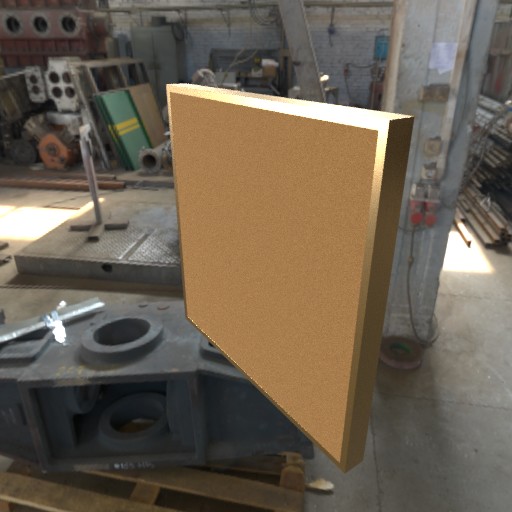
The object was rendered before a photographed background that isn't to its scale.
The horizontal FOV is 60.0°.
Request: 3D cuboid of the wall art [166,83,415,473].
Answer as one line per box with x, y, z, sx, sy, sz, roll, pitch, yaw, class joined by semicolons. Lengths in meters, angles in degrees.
0.000;0.000;0.746;0.040;0.509;0.509;-17;31;-32;wall art
